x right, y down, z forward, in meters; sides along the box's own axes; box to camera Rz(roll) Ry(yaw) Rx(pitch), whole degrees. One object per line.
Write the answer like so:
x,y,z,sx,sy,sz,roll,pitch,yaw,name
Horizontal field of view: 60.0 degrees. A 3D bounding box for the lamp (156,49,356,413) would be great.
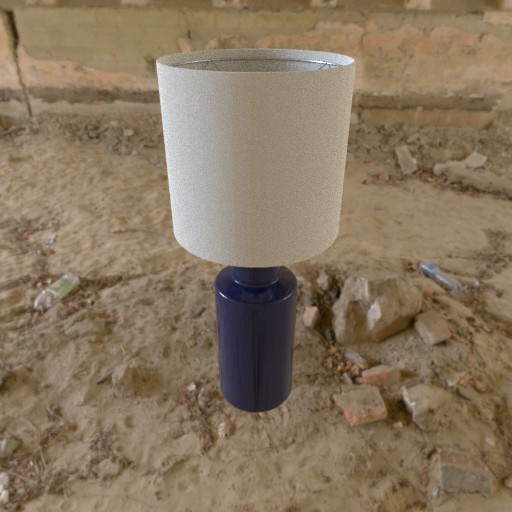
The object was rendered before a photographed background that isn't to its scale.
0.000,0.000,0.602,0.212,0.493,0.212,-18,35,-28,lamp
